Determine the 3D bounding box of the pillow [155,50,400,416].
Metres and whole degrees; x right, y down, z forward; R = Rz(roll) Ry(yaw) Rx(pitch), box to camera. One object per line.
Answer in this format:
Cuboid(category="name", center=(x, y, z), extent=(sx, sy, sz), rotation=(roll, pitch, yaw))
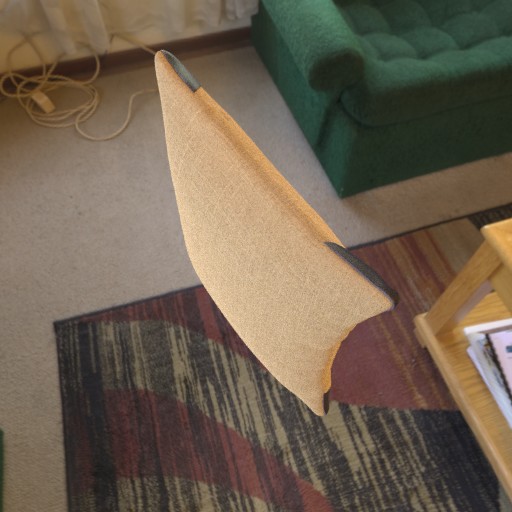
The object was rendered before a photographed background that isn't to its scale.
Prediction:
Cuboid(category="pillow", center=(0.000, 0.000, 0.655), extent=(0.147, 0.441, 0.440), rotation=(-31, 63, -18))
